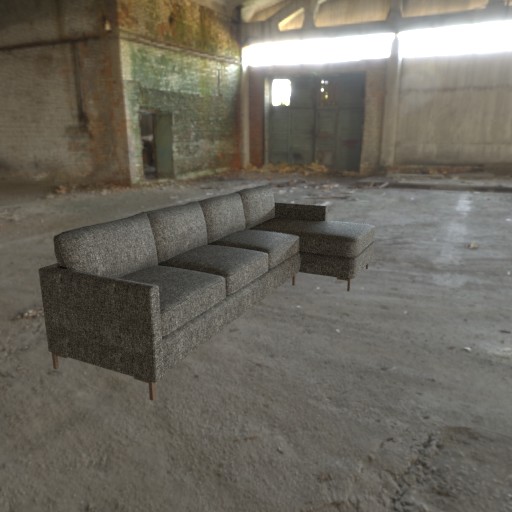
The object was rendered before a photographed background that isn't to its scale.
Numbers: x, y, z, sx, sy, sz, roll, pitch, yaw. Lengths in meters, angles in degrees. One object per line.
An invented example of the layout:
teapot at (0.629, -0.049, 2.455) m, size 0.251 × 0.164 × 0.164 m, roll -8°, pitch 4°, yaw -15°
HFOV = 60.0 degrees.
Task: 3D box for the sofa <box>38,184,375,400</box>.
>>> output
sofa at (0.000, 0.000, 4.073) m, size 1.488 × 0.970 × 3.384 m, roll 7°, pitch 17°, yaw 25°
